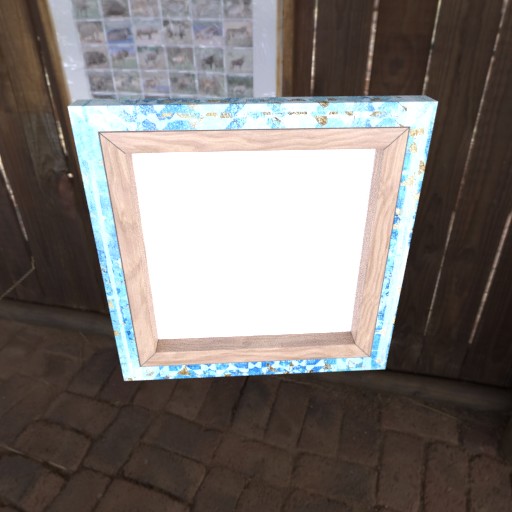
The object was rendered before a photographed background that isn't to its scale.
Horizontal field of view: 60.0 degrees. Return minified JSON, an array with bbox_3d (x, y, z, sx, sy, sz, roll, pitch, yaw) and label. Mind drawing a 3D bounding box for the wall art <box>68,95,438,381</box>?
[{"bbox_3d":[0.000,0.000,0.601,0.405,0.405,0.037,-2,30,-3],"label":"wall art"}]
